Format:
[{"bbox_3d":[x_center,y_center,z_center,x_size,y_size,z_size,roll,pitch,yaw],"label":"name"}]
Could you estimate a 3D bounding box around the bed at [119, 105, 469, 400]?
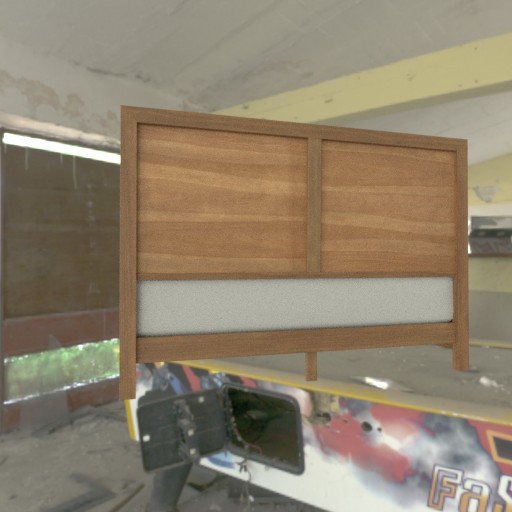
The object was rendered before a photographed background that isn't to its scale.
[{"bbox_3d":[0.000,0.000,3.417,2.003,1.387,2.184,0,-1,-17],"label":"bed"}]
